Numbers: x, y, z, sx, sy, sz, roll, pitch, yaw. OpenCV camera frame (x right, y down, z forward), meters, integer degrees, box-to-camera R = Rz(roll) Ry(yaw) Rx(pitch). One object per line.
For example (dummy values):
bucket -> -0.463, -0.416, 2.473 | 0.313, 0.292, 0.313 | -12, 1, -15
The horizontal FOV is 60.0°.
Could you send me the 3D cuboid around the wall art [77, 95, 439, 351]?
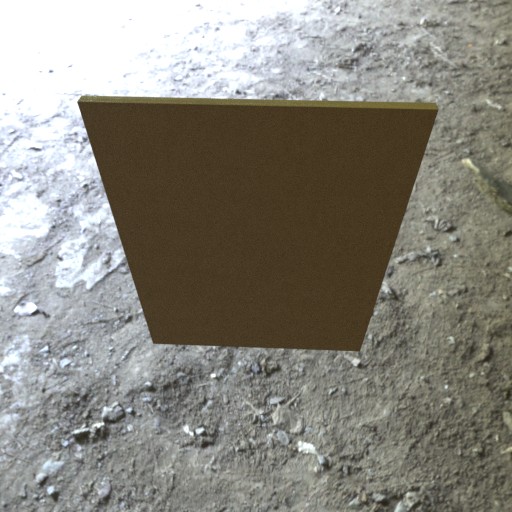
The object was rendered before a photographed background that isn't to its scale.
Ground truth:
wall art -> 0.000, 0.000, 1.353 | 0.798, 1.002, 0.030 | 2, 47, 2
